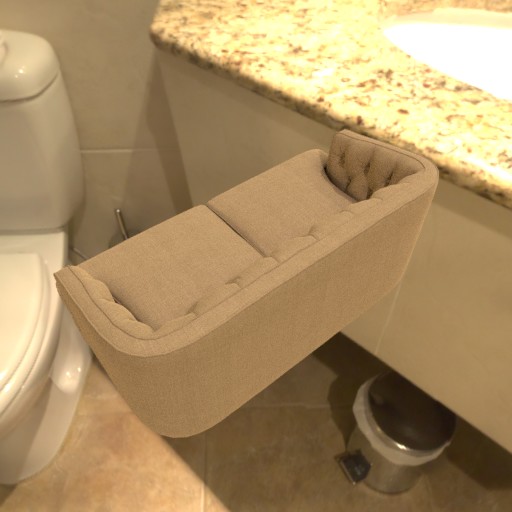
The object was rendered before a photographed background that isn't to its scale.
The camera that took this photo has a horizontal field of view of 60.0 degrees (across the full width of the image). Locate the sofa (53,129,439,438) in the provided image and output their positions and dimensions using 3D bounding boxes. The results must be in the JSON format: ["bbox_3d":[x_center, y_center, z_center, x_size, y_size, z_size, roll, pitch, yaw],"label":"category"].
[{"bbox_3d":[0.000,0.000,2.221,1.733,0.855,0.941,-31,55,-25],"label":"sofa"}]
